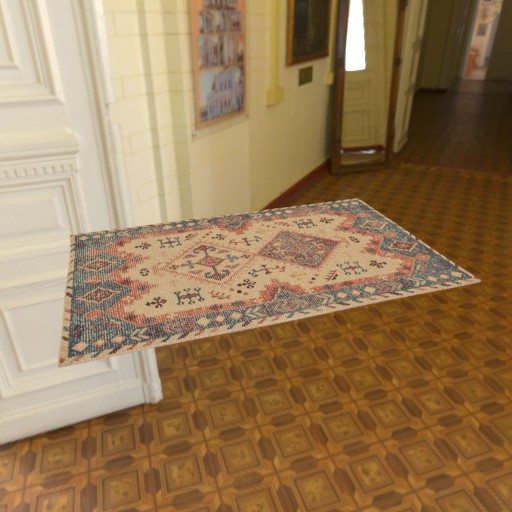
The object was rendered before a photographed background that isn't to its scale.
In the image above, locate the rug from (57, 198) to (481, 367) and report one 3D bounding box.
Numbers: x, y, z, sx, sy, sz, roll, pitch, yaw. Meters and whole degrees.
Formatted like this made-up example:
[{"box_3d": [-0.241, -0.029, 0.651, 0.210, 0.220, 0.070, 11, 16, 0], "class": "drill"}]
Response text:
[{"box_3d": [0.000, 0.000, 3.052, 2.464, 0.023, 1.521, -9, 29, -16], "class": "rug"}]
